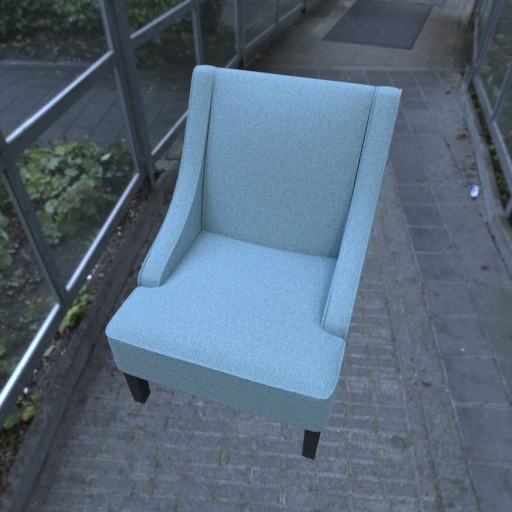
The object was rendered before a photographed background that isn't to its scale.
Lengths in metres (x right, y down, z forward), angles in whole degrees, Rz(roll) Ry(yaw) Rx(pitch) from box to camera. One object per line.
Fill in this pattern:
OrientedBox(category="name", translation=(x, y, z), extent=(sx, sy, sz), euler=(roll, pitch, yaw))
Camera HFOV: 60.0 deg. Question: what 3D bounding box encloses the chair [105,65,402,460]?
OrientedBox(category="chair", translation=(0.000, 0.000, 1.812), extent=(0.857, 1.133, 1.025), euler=(13, 43, 14))
